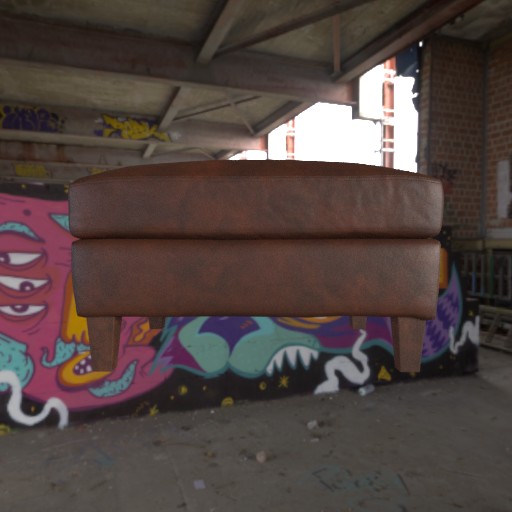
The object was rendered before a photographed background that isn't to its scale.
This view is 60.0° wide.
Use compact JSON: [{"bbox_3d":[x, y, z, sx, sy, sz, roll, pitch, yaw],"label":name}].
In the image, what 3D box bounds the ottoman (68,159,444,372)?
[{"bbox_3d":[0.000,0.000,1.307,0.887,0.527,0.659,0,1,0],"label":"ottoman"}]
